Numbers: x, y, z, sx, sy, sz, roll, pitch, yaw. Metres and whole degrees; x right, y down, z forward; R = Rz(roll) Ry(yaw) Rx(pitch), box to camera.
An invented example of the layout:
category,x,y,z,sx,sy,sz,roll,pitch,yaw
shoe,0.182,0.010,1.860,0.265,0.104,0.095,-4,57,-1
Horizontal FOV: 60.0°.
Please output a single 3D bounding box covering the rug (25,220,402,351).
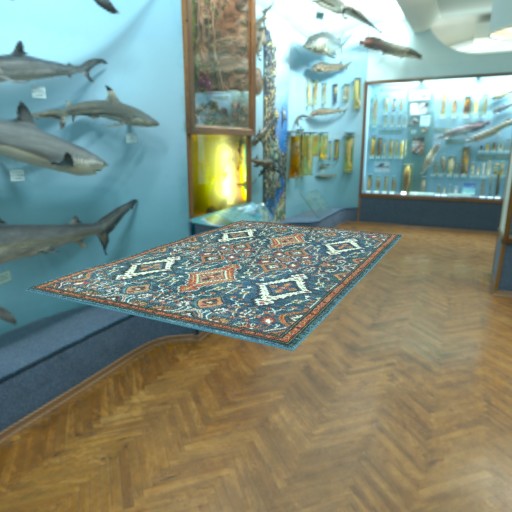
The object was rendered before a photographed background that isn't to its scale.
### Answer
category,x,y,z,sx,sy,sz,roll,pitch,yaw
rug,0.000,0.000,2.331,1.195,0.014,1.847,7,16,26
